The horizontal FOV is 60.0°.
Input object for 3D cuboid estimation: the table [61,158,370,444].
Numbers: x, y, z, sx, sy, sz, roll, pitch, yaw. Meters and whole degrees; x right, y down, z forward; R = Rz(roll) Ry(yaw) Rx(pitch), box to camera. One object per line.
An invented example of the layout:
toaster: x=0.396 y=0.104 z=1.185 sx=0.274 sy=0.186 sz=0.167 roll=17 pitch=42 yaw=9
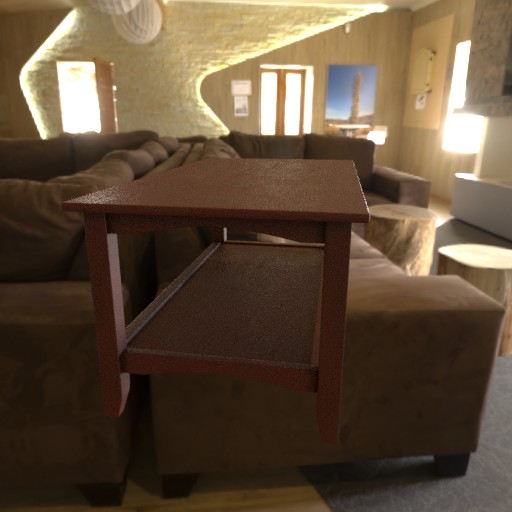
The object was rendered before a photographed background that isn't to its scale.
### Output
table: x=0.000 y=0.000 z=1.247 sx=0.533 sy=0.456 sz=0.943 roll=3 pitch=18 yaw=10
